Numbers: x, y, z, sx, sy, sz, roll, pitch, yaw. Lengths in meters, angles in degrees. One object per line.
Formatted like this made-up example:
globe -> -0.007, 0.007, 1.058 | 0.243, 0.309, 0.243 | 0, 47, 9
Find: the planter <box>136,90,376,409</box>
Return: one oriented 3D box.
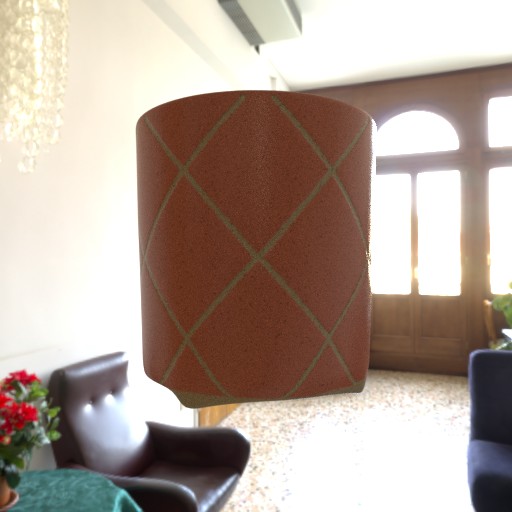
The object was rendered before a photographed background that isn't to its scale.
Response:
planter -> 0.000, 0.000, 0.362 | 0.191, 0.200, 0.191 | 0, -1, 0
